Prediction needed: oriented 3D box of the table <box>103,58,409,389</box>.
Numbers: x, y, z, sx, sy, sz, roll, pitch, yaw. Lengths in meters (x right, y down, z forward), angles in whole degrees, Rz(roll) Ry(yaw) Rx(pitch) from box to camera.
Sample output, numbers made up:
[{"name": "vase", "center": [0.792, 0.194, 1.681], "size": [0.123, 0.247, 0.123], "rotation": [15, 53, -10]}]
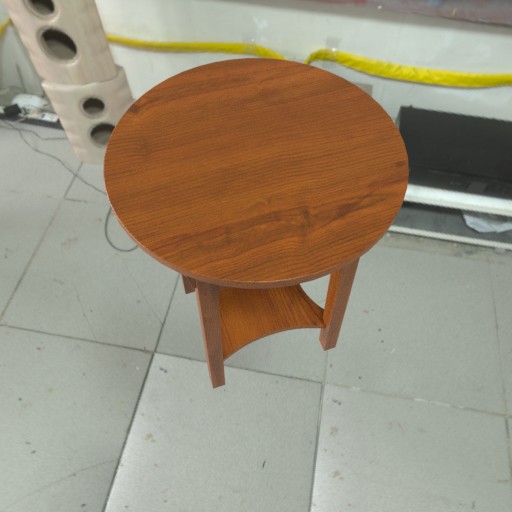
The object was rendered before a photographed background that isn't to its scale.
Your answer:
[{"name": "table", "center": [0.000, 0.000, 0.931], "size": [0.457, 0.610, 0.457], "rotation": [0, 58, 0]}]
